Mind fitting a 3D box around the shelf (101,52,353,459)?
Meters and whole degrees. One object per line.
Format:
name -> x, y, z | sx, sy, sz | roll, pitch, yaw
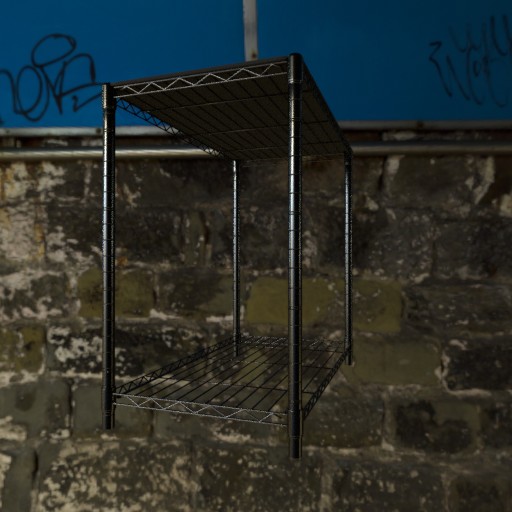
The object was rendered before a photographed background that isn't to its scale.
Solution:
shelf -> 0.000, 0.000, 0.942 | 0.338, 0.564, 0.589 | 0, 0, 19
